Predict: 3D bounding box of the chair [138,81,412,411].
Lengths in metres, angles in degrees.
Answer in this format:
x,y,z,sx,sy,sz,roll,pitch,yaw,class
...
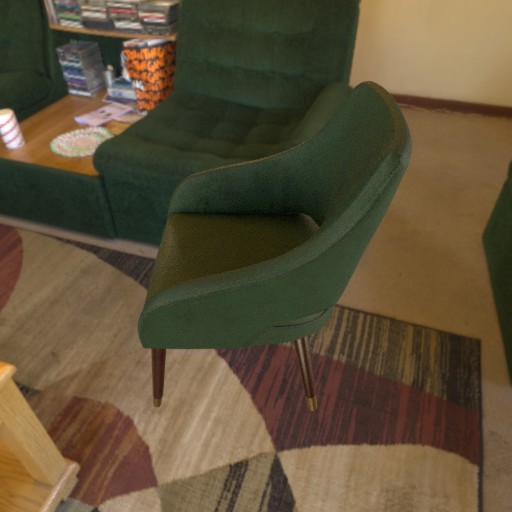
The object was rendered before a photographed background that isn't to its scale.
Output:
x,y,z,sx,sy,sz,roll,pitch,yaw,class
0.000,0.000,1.555,0.794,1.081,0.683,0,42,0,chair
